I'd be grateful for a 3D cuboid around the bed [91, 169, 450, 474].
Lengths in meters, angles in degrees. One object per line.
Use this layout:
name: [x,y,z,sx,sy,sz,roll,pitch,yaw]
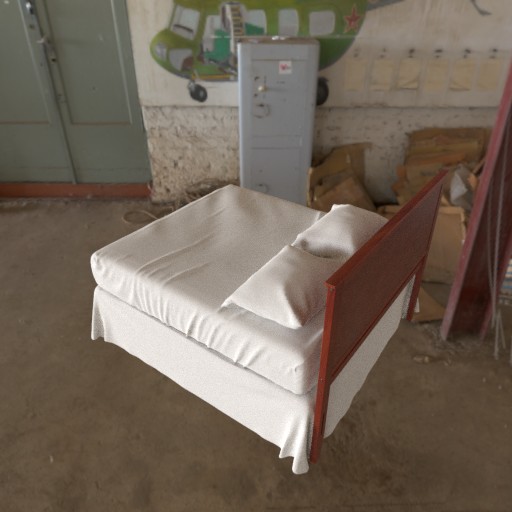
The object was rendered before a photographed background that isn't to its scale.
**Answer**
bed: [0.000,0.000,3.255,2.050,1.270,1.870,21,38,30]
